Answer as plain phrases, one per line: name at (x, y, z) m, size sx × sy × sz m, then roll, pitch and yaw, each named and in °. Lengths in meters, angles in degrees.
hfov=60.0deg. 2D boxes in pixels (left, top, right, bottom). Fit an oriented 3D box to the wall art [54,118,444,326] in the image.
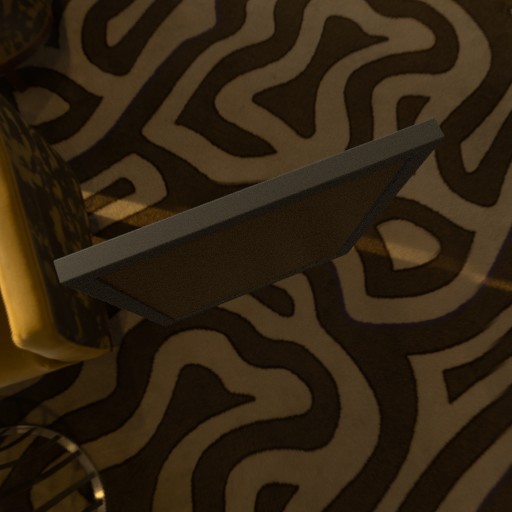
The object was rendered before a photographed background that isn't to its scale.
wall art at (0.000, 0.000, 0.762) m, size 0.457 × 0.558 × 0.028 m, roll -21°, pitch 77°, yaw -5°
